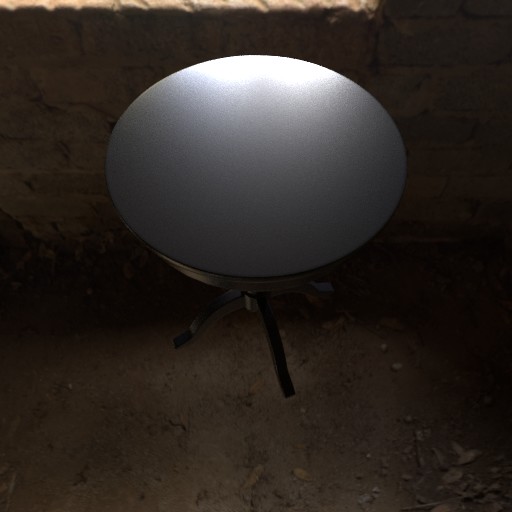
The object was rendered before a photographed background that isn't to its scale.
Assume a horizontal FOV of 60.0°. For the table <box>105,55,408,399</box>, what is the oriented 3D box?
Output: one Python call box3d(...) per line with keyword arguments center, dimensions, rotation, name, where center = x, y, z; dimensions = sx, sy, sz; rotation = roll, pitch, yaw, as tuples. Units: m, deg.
box3d(center=(0.000, 0.000, 0.989), dimensions=(0.481, 0.665, 0.481), rotation=(0, 58, 0), name="table")
